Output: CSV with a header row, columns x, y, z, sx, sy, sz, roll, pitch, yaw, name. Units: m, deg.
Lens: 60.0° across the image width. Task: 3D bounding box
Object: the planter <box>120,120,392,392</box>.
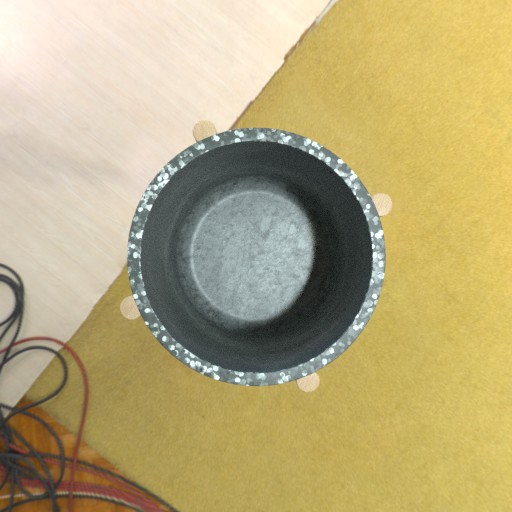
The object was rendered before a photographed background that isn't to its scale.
x,y,z,sx,sy,sz,roll,pitch,yaw,name
0.000,0.000,0.540,0.284,0.320,0.284,0,90,0,planter
